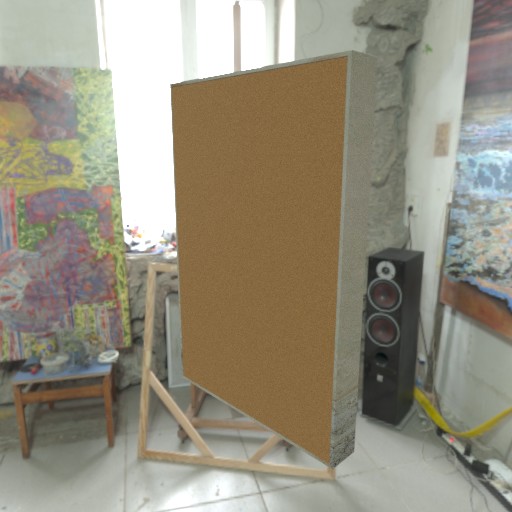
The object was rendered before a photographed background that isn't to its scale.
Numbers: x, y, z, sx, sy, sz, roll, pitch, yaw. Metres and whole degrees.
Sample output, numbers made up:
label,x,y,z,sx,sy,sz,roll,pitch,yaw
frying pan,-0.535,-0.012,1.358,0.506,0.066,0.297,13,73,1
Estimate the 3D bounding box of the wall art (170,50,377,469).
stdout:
label,x,y,z,sx,sy,sz,roll,pitch,yaw
wall art,0.000,0.000,0.492,0.038,0.381,0.254,-13,18,-43
